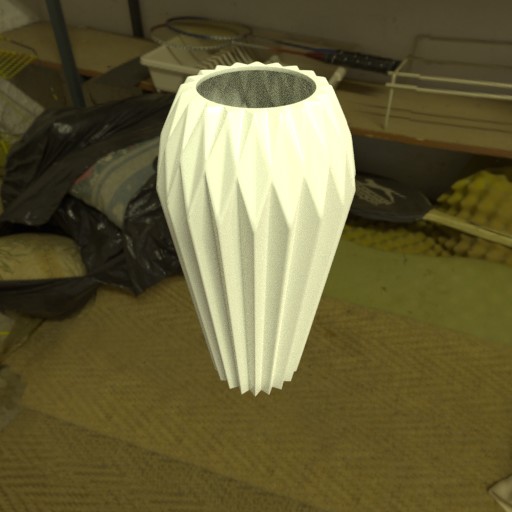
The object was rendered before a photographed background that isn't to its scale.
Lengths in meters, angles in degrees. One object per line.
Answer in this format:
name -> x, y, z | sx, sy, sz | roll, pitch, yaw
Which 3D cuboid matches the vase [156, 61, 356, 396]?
vase -> 0.000, 0.000, 0.344 | 0.133, 0.263, 0.133 | 0, 40, 0
